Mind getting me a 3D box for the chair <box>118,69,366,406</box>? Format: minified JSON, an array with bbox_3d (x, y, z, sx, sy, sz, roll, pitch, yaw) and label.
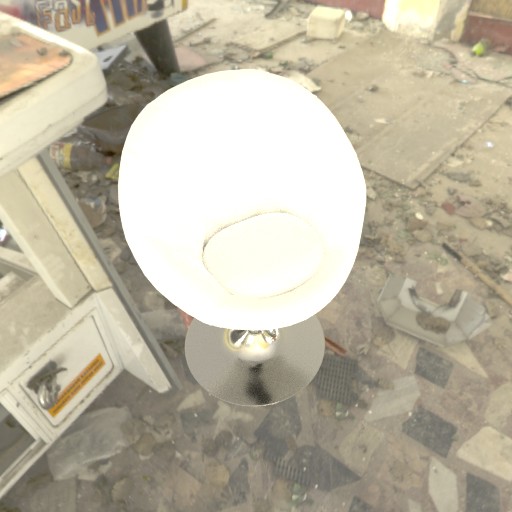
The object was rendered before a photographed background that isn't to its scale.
[{"bbox_3d":[0.000,0.000,1.804,0.940,1.261,0.736,-23,51,-20],"label":"chair"}]
